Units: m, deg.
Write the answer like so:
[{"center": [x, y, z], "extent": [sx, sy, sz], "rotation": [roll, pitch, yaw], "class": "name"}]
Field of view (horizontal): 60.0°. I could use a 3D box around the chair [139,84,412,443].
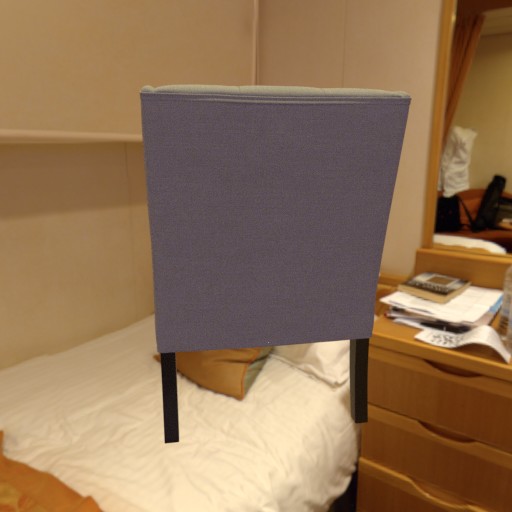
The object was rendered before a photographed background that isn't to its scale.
[{"center": [0.000, 0.000, 1.285], "extent": [0.569, 0.853, 0.676], "rotation": [-2, 14, -9], "class": "chair"}]
